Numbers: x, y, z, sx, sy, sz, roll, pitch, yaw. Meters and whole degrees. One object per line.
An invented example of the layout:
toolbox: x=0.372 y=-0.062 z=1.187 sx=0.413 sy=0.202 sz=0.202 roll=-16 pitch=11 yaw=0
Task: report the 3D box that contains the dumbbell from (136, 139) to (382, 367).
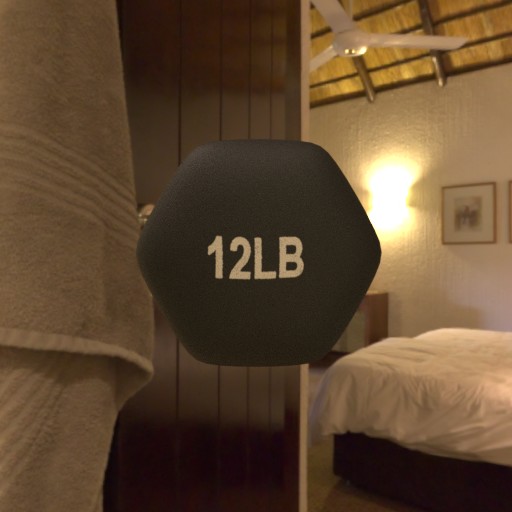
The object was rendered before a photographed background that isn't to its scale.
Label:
dumbbell: x=0.000 y=0.000 z=0.295 sx=0.112 sy=0.101 sz=0.231 roll=0 pitch=-1 yaw=0
